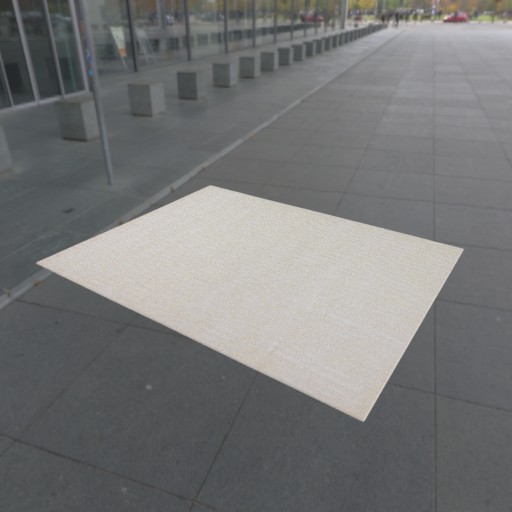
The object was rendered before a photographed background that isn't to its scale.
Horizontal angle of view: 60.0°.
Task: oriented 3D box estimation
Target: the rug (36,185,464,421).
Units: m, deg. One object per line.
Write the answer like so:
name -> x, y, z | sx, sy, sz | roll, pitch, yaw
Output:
rug -> 0.000, 0.000, 4.020 | 3.055, 0.021, 2.410 | 18, 34, 30
